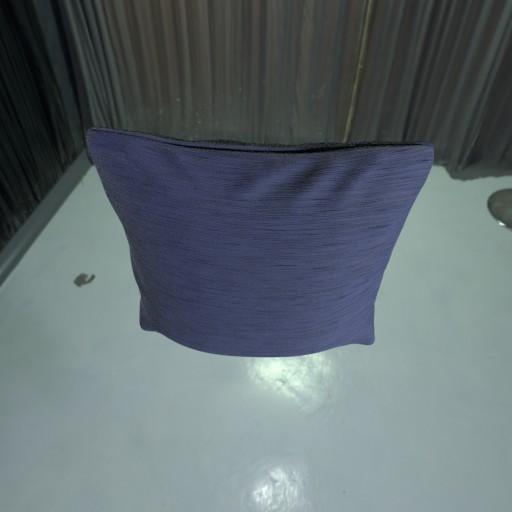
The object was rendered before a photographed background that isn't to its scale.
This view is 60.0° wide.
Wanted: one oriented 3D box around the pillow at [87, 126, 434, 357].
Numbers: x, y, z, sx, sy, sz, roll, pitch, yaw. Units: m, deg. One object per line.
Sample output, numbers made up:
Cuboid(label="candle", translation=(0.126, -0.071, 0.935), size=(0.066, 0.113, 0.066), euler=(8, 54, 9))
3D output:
Cuboid(label="pillow", translation=(0.000, 0.000, 0.681), size=(0.432, 0.414, 0.246), euler=(3, 45, 3))
